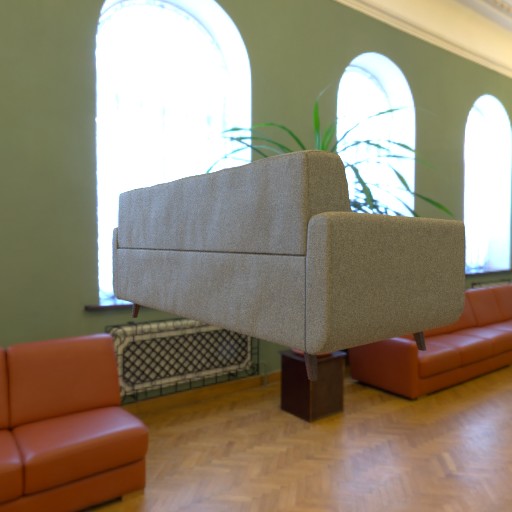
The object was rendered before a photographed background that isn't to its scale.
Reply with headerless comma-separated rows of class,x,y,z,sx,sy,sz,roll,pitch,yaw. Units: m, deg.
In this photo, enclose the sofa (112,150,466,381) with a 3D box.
sofa,0.000,0.000,2.577,0.968,0.873,2.055,-2,3,-38
